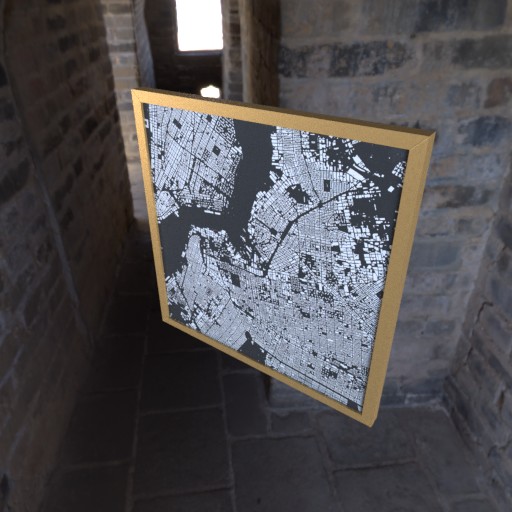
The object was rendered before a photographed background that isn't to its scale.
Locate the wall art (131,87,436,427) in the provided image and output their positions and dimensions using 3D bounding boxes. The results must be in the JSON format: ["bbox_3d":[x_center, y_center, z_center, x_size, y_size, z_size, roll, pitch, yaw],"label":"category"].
[{"bbox_3d":[0.000,0.000,2.946,1.926,1.926,0.099,20,36,30],"label":"wall art"}]
